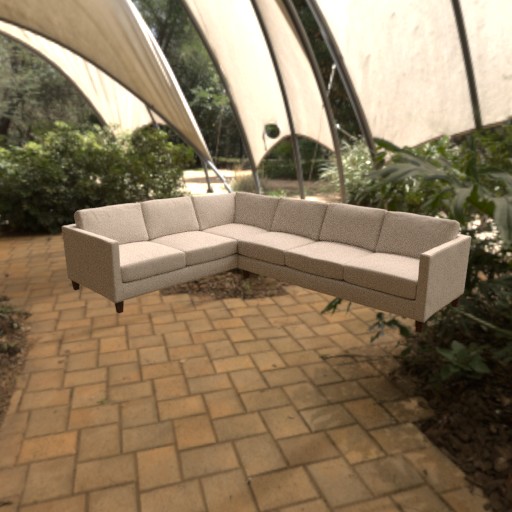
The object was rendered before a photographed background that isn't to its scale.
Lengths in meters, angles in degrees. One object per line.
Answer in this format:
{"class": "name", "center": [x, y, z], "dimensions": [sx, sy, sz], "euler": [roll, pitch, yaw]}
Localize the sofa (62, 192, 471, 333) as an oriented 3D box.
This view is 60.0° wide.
{"class": "sofa", "center": [0.000, 0.000, 4.338], "dimensions": [3.182, 0.863, 2.432], "euler": [14, 21, 42]}
